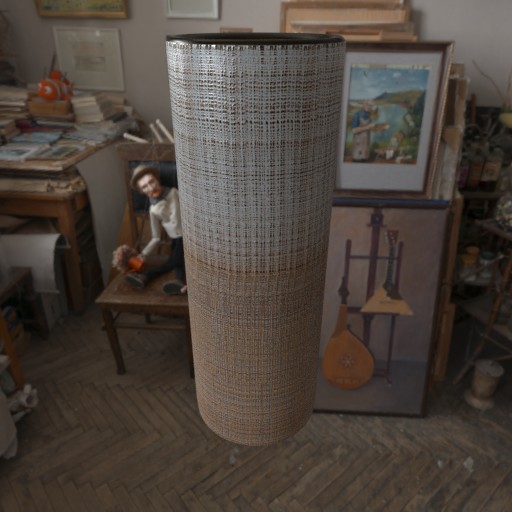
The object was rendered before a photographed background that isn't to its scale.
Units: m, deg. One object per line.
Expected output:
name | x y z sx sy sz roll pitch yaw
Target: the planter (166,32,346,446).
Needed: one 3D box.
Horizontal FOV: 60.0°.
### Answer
planter | 0.000 0.000 0.312 0.099 0.278 0.099 -18 33 -29
